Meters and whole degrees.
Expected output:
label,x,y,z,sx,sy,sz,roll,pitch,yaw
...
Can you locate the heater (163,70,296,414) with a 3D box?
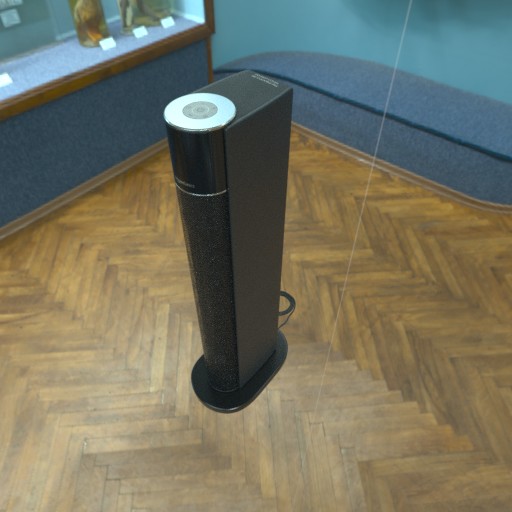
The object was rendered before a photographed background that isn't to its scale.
label,x,y,z,sx,sy,sz,roll,pitch,yaw
heater,0.000,0.000,1.044,0.214,0.856,0.458,34,56,27
